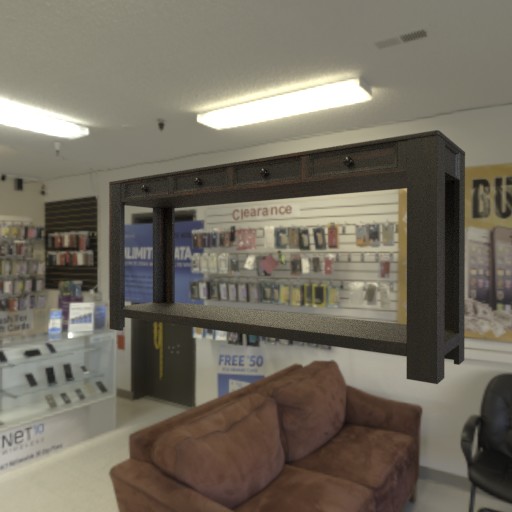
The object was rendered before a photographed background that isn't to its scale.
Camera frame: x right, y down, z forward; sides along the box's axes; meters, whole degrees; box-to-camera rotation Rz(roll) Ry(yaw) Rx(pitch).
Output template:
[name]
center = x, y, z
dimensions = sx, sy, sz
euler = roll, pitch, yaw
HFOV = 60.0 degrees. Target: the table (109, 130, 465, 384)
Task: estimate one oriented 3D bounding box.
[table]
center = 0.000, 0.000, 1.959
dimensions = 1.631, 0.762, 0.384
euler = 0, 0, 37
